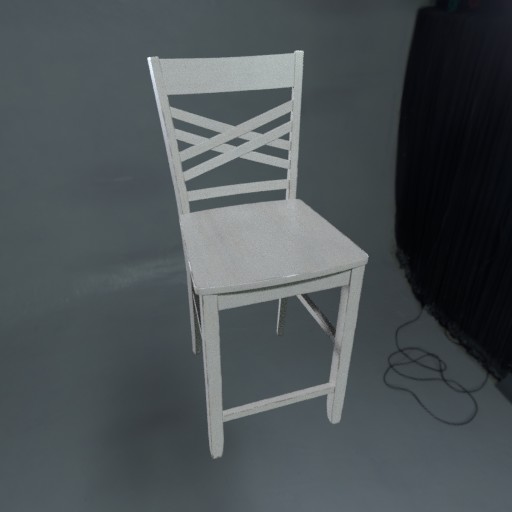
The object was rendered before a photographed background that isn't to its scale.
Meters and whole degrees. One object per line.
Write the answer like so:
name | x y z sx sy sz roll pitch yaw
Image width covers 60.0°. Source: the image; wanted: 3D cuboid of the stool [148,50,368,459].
stool | 0.000 0.000 1.352 0.462 1.079 0.539 -10 33 -15
